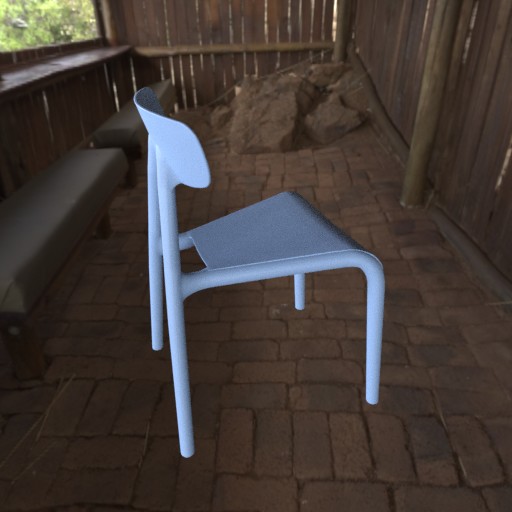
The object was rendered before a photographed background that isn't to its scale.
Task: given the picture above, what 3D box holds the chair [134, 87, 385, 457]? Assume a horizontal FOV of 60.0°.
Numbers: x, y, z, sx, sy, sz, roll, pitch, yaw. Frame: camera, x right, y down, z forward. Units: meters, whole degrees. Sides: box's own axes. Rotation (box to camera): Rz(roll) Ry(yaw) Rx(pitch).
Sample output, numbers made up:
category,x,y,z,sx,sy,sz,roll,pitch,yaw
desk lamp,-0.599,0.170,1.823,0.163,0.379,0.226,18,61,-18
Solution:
category,x,y,z,sx,sy,sz,roll,pitch,yaw
chair,0.000,0.000,0.829,0.401,0.580,0.356,-11,32,-18
